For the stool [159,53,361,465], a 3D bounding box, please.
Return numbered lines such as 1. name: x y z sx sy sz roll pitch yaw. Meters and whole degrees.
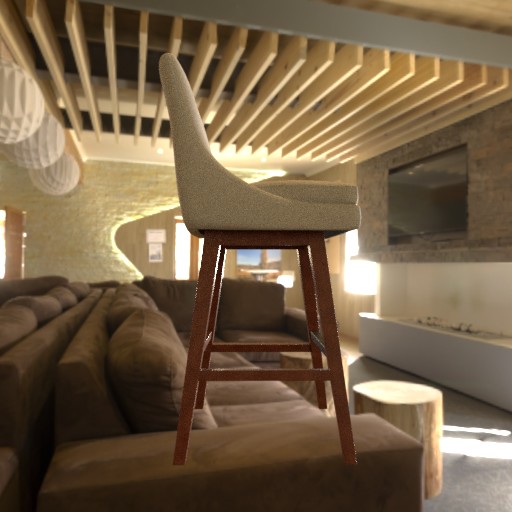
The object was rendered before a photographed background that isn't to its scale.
1. stool: 0.000 0.000 1.390 0.559 1.092 0.470 0 -1 -1
